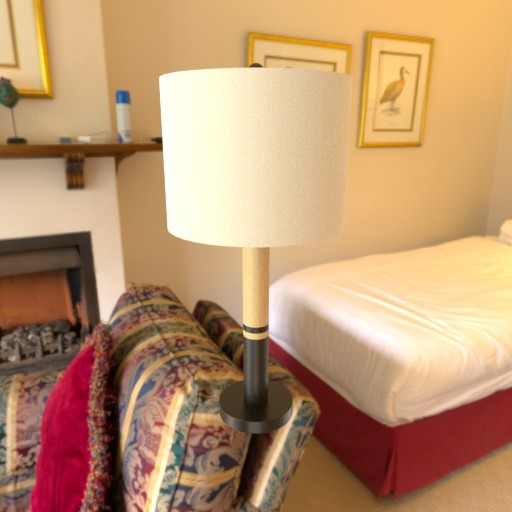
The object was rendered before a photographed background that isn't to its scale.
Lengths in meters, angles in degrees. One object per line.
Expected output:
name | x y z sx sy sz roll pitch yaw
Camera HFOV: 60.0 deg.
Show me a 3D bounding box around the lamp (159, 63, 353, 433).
lamp | 0.000 0.000 0.795 0.305 0.640 0.305 7 18 24
